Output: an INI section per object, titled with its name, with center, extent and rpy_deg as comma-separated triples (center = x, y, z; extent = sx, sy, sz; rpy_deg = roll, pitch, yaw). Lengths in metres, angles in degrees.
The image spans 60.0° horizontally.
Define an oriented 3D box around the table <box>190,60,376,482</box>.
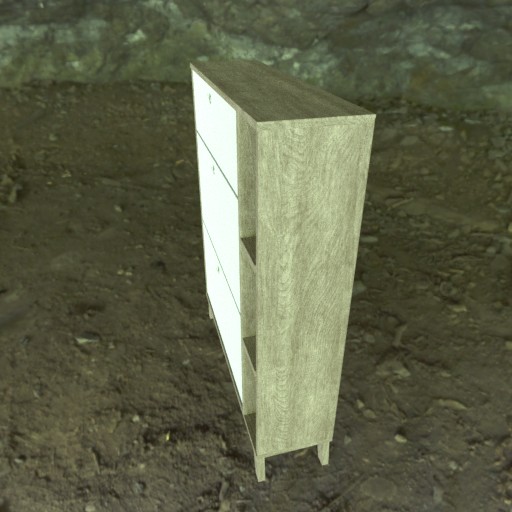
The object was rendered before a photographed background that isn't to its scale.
[table]
center = 0.000, 0.000, 1.529
extent = 0.256, 1.135, 0.902
rpy_deg = -8, 31, -13
